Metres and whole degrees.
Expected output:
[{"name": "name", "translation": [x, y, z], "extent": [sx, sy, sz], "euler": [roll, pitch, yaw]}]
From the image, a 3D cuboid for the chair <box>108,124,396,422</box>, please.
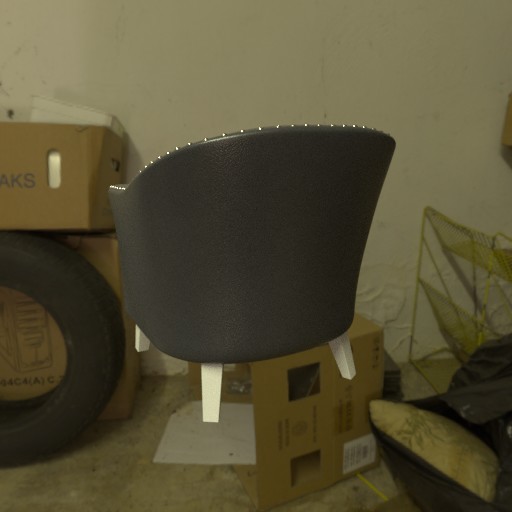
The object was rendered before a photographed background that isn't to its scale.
[{"name": "chair", "translation": [0.000, 0.000, 1.466], "extent": [0.794, 0.823, 0.748], "euler": [-8, 17, -27]}]
